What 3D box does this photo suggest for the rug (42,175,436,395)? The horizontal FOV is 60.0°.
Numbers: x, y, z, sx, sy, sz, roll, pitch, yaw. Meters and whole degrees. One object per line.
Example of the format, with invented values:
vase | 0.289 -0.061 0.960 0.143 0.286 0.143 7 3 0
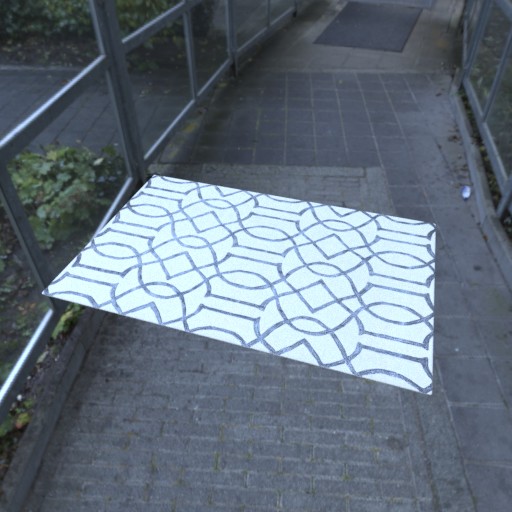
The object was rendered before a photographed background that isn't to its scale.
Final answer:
rug | 0.000 0.000 3.073 2.365 0.017 1.521 12 42 13
